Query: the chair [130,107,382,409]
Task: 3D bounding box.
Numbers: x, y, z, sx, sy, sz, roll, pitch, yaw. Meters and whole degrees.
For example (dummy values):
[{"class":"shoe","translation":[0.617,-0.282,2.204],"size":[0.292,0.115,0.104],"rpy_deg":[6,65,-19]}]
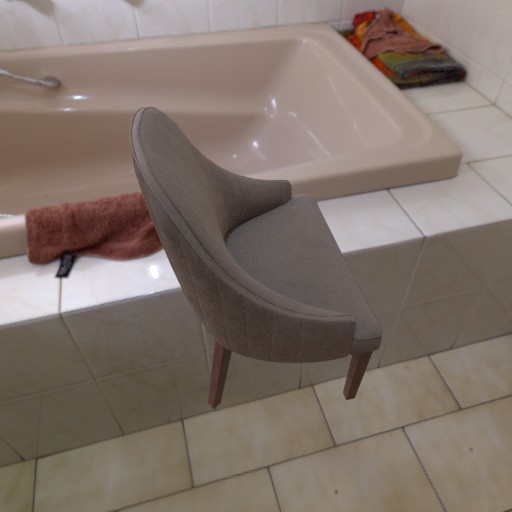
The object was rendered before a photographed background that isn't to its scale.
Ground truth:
[{"class":"chair","translation":[0.000,0.000,1.326],"size":[0.575,0.889,0.643],"rpy_deg":[-9,47,-9]}]
